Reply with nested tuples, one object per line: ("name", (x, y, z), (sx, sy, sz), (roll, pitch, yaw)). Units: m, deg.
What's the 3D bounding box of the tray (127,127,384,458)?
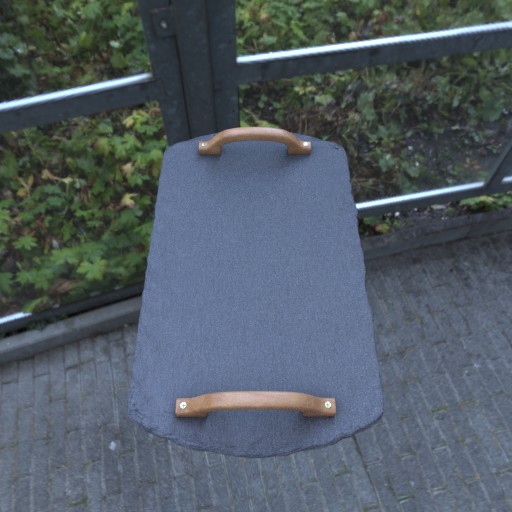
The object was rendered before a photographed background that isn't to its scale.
("tray", (0.000, 0.000, 0.464), (0.231, 0.062, 0.387), (0, 58, 0))
